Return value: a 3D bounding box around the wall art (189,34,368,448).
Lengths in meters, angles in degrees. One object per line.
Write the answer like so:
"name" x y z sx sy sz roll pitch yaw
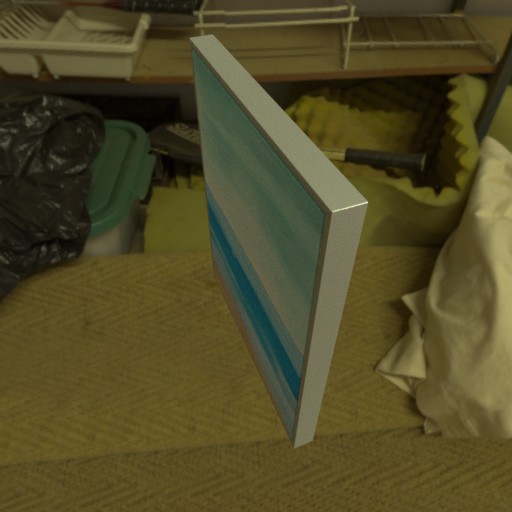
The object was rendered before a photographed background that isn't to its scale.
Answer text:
"wall art" 0.000 0.000 0.742 0.039 0.553 0.445 -17 48 -15
